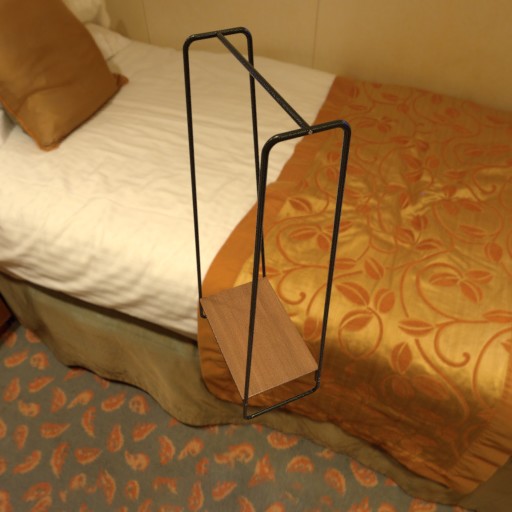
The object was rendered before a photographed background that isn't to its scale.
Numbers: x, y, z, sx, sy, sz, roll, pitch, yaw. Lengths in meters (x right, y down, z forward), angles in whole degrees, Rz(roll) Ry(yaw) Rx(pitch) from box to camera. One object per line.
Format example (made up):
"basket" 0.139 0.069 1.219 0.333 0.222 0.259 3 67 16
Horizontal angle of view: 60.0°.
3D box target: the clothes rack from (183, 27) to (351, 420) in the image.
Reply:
"clothes rack" 0.000 0.000 1.771 0.400 1.500 0.640 -18 50 -16
